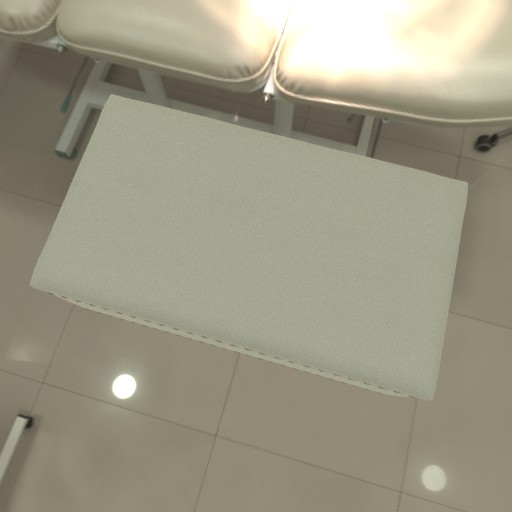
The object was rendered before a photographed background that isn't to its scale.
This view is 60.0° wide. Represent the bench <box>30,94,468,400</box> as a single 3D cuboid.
[{"bbox_3d":[0.000,0.000,1.175,0.887,0.449,0.500,15,75,4],"label":"bench"}]
